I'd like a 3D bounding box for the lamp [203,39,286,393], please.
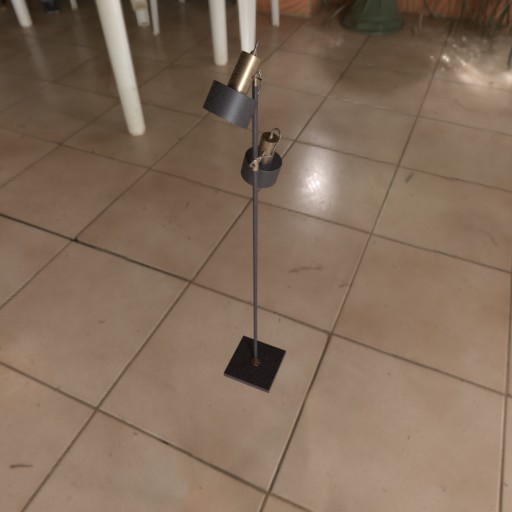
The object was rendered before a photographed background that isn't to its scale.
[{"bbox_3d":[0.000,0.000,1.627,0.233,1.505,0.315,17,48,16],"label":"lamp"}]
